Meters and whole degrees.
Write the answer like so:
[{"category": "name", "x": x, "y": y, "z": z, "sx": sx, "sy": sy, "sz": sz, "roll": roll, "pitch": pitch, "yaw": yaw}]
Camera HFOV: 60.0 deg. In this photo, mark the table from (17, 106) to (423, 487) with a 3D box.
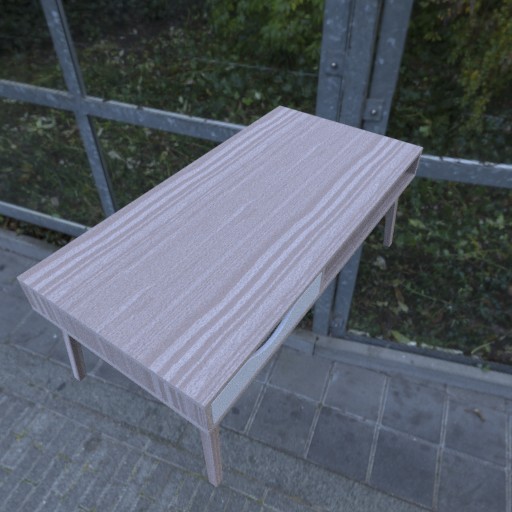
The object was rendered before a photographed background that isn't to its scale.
[{"category": "table", "x": 0.000, "y": 0.000, "z": 1.477, "sx": 0.600, "sy": 0.450, "sz": 1.200, "roll": 25, "pitch": 48, "yaw": 25}]
